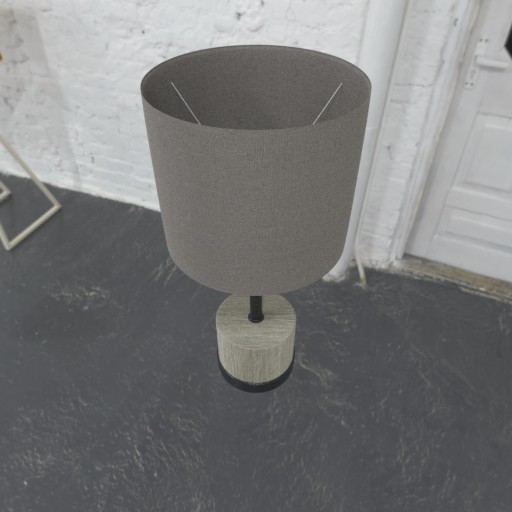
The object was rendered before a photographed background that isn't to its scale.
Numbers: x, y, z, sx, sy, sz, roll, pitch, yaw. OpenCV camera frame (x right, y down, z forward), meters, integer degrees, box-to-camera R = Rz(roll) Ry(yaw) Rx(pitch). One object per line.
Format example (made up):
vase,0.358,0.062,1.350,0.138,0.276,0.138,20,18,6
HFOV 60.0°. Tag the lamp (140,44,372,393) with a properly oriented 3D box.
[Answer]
lamp,0.000,0.000,0.597,0.229,0.470,0.229,0,41,0
